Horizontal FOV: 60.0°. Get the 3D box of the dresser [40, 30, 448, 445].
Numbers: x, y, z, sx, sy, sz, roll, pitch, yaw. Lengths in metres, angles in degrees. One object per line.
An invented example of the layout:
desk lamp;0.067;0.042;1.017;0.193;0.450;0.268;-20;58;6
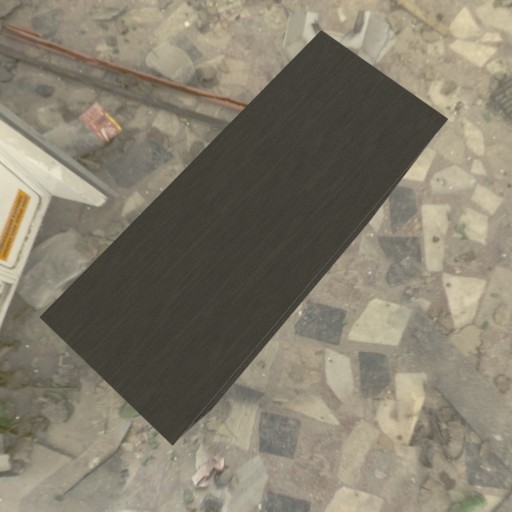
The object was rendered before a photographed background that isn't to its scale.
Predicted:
dresser;0.000;0.000;1.430;0.404;0.816;0.994;40;79;9
